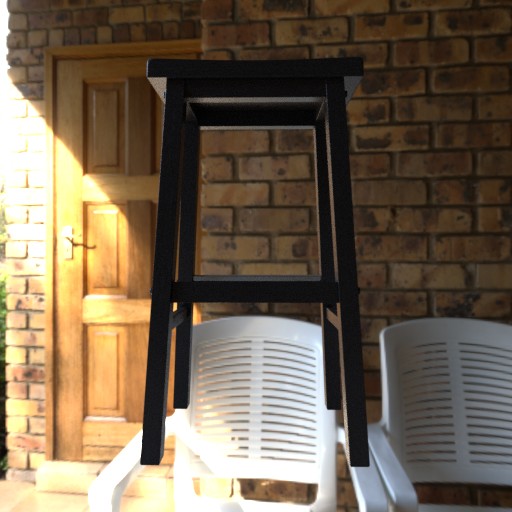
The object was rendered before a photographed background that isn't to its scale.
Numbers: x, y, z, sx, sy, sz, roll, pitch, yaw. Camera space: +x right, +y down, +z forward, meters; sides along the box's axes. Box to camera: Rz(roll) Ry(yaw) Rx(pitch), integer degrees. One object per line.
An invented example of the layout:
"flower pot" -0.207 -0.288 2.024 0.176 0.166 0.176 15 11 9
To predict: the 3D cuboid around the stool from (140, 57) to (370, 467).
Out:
"stool" 0.000 0.000 0.941 0.406 0.742 0.322 0 0 1
